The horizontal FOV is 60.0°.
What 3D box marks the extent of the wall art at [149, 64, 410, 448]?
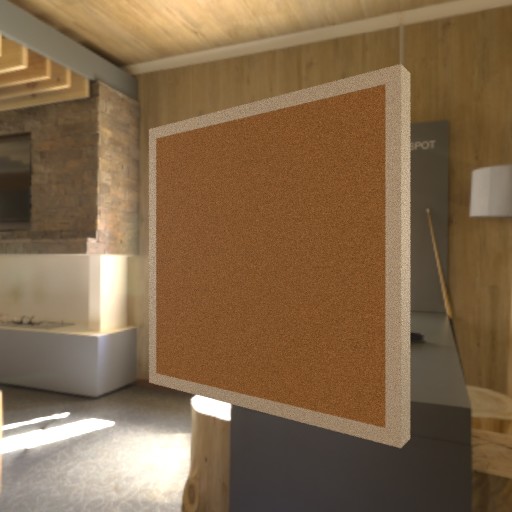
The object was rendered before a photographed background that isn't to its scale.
[{"bbox_3d":[0.000,0.000,0.753,0.507,0.508,0.038,0,0,37],"label":"wall art"}]
